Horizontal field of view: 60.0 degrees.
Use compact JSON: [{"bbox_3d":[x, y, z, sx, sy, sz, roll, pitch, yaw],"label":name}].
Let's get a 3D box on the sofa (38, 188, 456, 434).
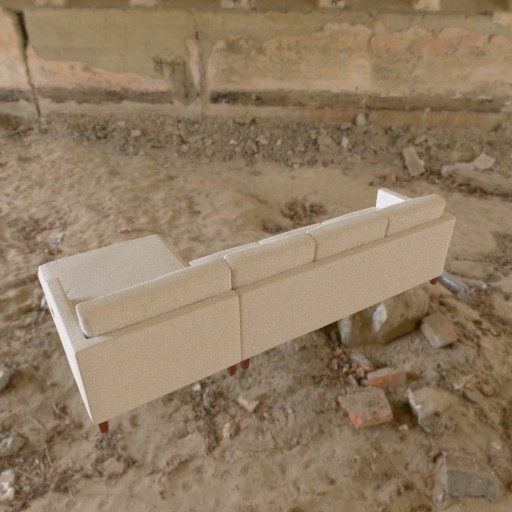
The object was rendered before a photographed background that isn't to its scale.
[{"bbox_3d":[0.000,0.000,4.038,3.471,0.954,1.606,-17,34,-27],"label":"sofa"}]
